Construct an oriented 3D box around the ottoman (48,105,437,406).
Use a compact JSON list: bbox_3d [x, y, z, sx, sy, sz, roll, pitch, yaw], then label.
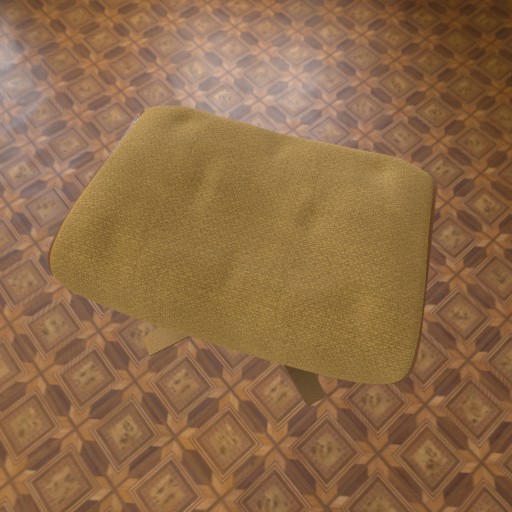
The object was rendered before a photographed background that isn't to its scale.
[{"bbox_3d":[0.000,0.000,0.804,0.520,0.391,0.394,16,66,7],"label":"ottoman"}]
